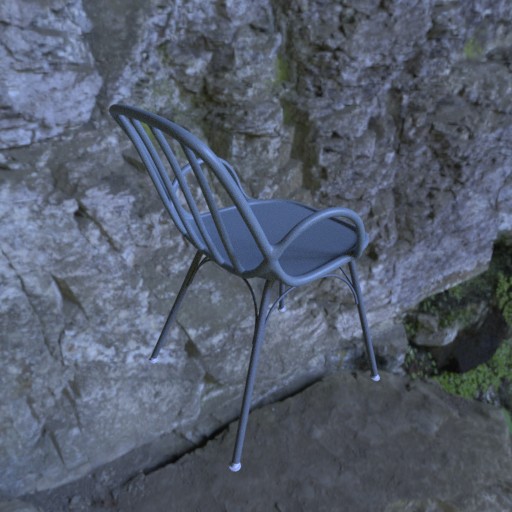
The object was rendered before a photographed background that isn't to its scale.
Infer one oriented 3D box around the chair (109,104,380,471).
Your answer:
[{"bbox_3d":[0.000,0.000,1.198,0.597,0.816,0.549,-18,32,-31],"label":"chair"}]
